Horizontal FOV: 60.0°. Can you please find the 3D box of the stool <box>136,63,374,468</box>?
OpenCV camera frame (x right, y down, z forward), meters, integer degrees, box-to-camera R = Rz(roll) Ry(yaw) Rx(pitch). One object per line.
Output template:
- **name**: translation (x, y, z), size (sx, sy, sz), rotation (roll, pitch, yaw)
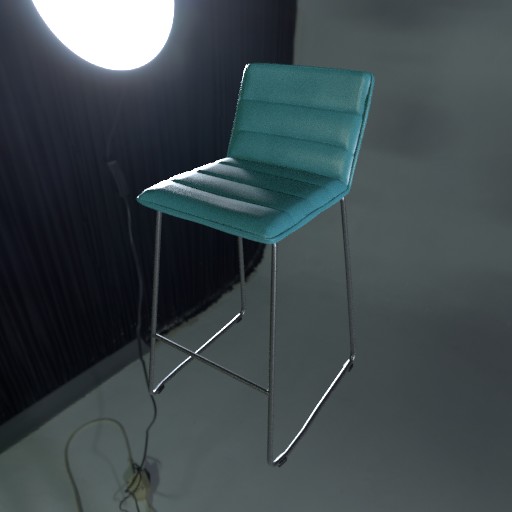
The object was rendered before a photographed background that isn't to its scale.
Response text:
- **stool**: translation (0.000, 0.000, 1.234), size (0.489, 0.936, 0.524), rotation (18, 34, 29)
